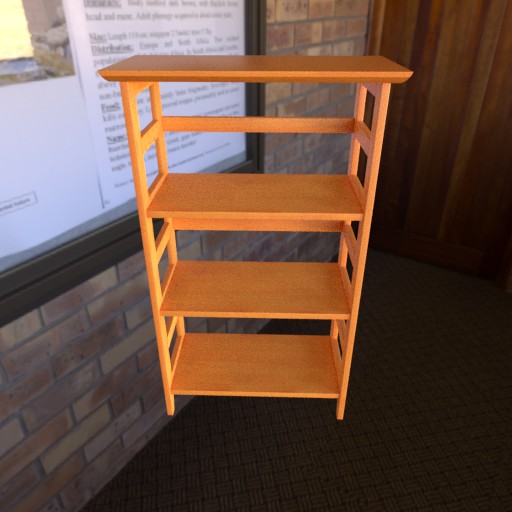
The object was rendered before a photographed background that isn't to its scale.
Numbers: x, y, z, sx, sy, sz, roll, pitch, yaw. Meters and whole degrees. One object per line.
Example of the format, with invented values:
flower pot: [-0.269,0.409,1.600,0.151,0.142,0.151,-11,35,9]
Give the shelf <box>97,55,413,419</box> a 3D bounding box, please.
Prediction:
shelf: [0.000,0.000,1.324,0.660,1.067,0.305,1,30,2]
